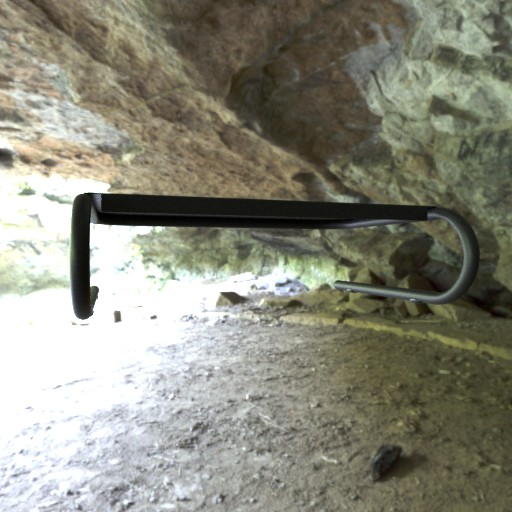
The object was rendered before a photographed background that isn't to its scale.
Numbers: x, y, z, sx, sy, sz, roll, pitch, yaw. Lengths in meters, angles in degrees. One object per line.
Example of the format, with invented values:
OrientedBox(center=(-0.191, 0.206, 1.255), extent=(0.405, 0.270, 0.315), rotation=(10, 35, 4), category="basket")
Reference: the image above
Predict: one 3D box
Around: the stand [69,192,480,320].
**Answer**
OrientedBox(center=(0.000, 0.000, 0.503), extent=(0.370, 0.108, 0.280), rotation=(0, 0, -18), category="stand")
